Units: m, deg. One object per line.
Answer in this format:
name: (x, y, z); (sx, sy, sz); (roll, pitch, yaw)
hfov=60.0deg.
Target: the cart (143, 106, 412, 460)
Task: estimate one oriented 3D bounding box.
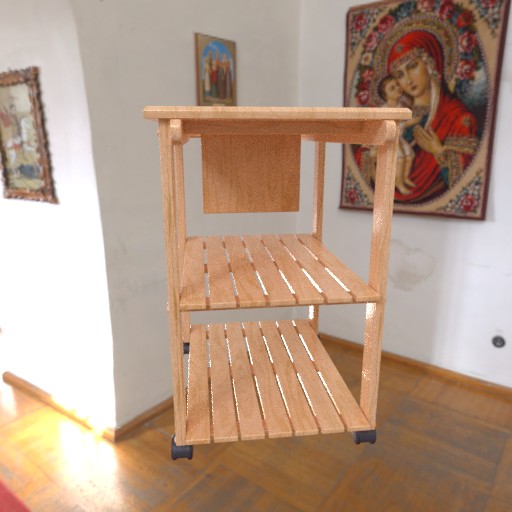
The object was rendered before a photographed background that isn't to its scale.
cart: (0.000, 0.000, 1.334); (0.520, 0.816, 0.843); (-2, 15, -7)
